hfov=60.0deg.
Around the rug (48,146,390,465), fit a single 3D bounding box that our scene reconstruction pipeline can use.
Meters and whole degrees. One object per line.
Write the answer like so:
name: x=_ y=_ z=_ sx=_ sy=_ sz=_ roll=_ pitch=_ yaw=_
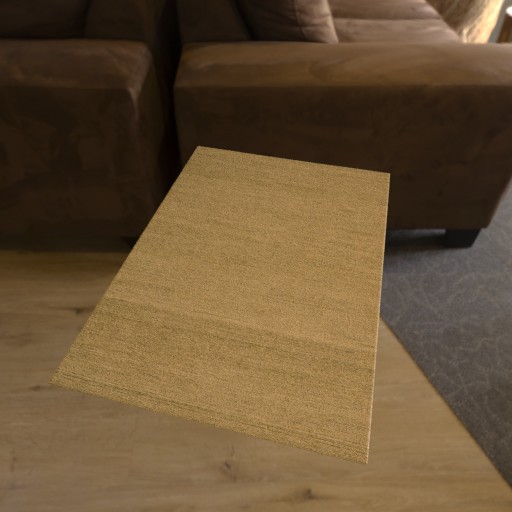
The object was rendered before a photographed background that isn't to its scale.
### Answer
rug: x=0.000 y=0.000 z=4.985 sx=2.782 sy=0.025 sz=3.935 roll=10 pitch=47 yaw=10
